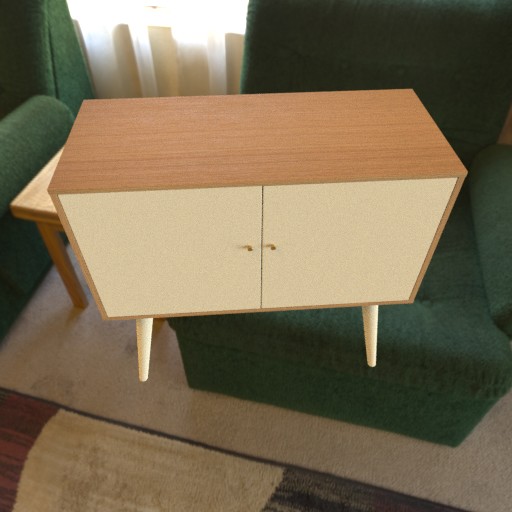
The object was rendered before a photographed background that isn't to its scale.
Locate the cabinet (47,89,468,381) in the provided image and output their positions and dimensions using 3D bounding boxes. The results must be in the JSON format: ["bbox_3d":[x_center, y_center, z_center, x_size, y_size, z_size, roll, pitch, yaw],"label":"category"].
[{"bbox_3d":[0.000,0.000,1.631,1.057,1.016,0.470,-3,47,-3],"label":"cabinet"}]
